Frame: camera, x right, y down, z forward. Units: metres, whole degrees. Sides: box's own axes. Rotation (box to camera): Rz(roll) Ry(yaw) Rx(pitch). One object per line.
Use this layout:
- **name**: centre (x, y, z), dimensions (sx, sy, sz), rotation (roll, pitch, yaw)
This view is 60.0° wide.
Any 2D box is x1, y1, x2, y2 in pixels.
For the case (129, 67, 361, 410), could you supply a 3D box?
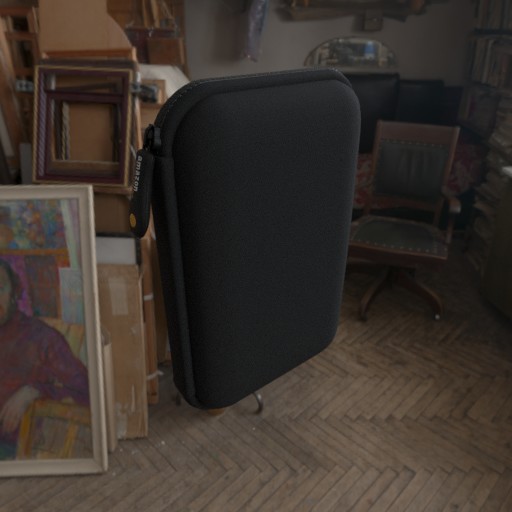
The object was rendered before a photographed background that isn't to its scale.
- **case**: centre (0.000, 0.000, 0.193), dimensions (0.107, 0.147, 0.030), rotation (-21, 36, -33)
